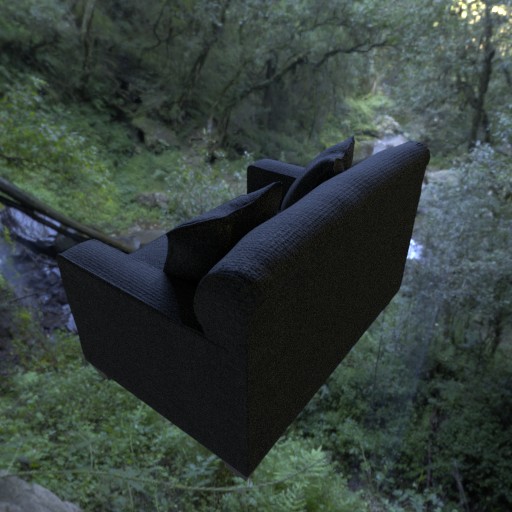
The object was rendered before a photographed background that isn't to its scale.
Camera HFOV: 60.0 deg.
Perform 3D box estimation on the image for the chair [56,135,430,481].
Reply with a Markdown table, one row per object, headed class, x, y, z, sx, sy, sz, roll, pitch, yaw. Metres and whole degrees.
| class | x | y | z | sx | sy | sz | roll | pitch | yaw |
| --- | --- | --- | --- | --- | --- | --- | --- | --- | --- |
| chair | 0.000 | 0.000 | 2.019 | 1.000 | 0.948 | 1.383 | 22 | 38 | 31 |
